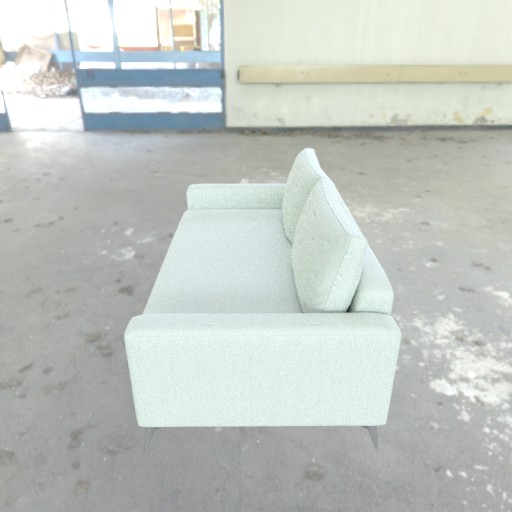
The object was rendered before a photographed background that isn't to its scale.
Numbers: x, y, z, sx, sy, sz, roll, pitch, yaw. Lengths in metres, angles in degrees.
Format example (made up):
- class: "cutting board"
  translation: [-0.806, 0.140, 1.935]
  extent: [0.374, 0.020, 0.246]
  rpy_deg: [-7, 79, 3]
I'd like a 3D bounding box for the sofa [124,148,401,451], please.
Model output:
- class: "sofa"
  translation: [0.000, 0.000, 2.180]
  extent: [0.920, 0.790, 1.650]
  rpy_deg: [0, 26, 0]
